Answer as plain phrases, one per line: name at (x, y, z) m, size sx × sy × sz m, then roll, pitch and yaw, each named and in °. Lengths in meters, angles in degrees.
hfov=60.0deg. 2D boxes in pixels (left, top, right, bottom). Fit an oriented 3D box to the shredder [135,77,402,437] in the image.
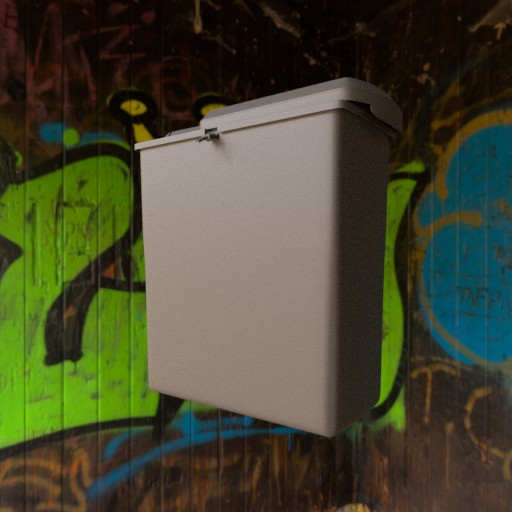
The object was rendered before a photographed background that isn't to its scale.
shredder at (0.000, 0.000, 0.518) m, size 0.320 × 0.335 × 0.170 m, roll 0°, pitch 0°, yaw 35°
